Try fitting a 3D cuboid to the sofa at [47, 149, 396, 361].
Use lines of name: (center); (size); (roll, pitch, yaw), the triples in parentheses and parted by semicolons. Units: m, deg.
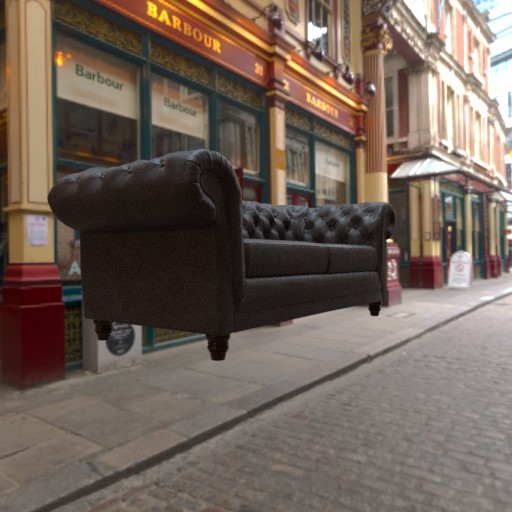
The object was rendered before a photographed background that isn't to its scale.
sofa: (0.000, 0.000, 2.513); (0.944, 0.779, 2.048); (0, -1, 36)
